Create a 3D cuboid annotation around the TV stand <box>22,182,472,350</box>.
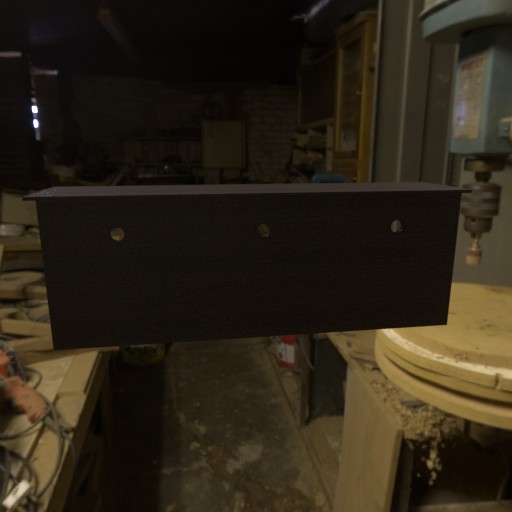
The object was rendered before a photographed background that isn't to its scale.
[{"bbox_3d":[0.000,0.000,2.006,1.778,0.610,0.406,-2,14,-8],"label":"TV stand"}]
